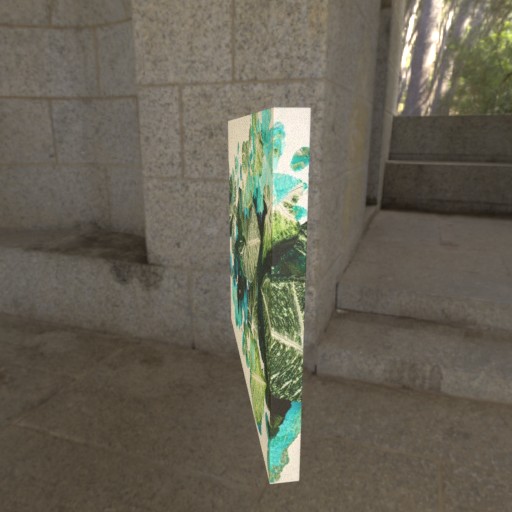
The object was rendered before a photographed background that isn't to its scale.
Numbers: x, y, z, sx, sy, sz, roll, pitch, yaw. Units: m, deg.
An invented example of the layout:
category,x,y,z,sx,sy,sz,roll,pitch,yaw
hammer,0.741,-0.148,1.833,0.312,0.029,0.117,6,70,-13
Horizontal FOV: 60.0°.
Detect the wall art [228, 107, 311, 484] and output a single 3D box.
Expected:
category,x,y,z,sx,sy,sz,roll,pitch,yaw
wall art,0.000,0.000,0.725,0.041,0.435,0.507,-2,16,-8
